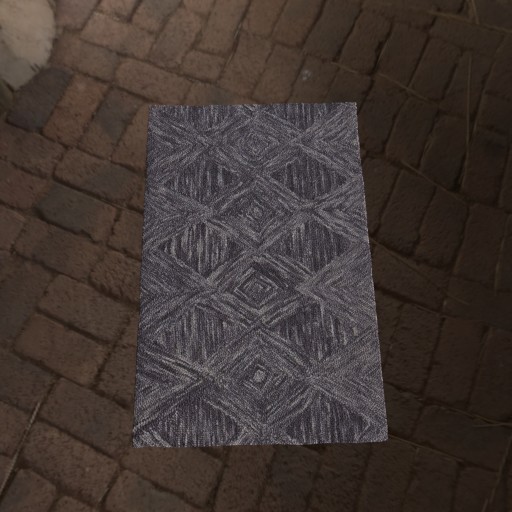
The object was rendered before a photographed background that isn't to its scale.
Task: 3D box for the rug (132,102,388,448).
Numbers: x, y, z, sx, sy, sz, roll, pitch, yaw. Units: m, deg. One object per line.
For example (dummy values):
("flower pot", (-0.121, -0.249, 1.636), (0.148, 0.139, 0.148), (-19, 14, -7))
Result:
("rug", (0.000, 0.000, 2.291), (1.186, 0.012, 1.814), (-1, 74, 0))
